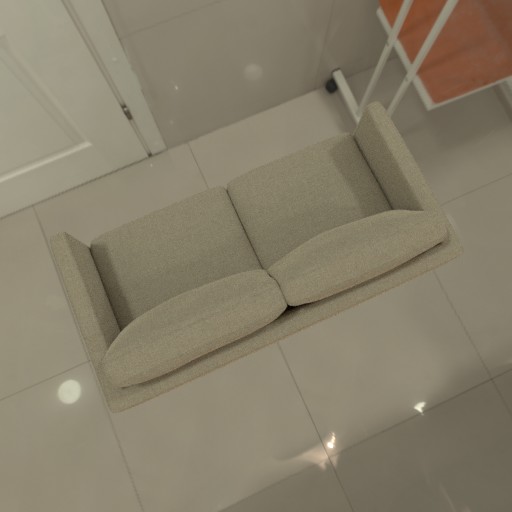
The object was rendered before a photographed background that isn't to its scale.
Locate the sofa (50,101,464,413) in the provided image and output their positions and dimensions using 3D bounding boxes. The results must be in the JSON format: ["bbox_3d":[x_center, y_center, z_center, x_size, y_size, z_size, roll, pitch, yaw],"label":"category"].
[{"bbox_3d":[0.000,0.000,2.462,1.884,0.947,0.951,-24,79,-5],"label":"sofa"}]
